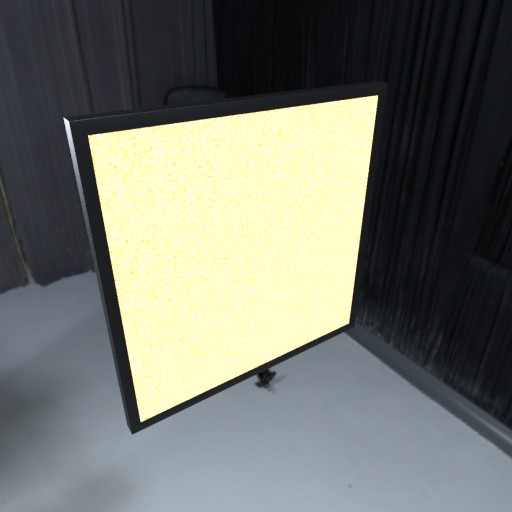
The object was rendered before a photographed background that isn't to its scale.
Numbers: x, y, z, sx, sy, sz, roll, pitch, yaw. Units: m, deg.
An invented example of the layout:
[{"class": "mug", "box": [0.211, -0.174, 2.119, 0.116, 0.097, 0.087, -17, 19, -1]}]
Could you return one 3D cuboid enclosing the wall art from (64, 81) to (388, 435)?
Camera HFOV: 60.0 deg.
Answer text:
[{"class": "wall art", "box": [0.000, 0.000, 1.101, 0.756, 0.755, 0.036, -18, 34, -29]}]
